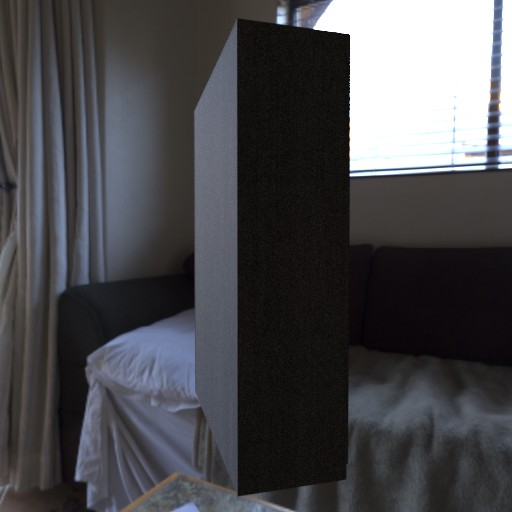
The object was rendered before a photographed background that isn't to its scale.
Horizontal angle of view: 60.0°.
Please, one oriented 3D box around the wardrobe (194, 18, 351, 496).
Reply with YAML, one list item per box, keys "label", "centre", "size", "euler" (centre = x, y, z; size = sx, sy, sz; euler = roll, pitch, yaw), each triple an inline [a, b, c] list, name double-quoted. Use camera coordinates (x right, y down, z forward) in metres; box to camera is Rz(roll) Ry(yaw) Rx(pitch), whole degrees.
- label: "wardrobe"
  centre: [0.000, 0.000, 2.457]
  size: [0.510, 1.910, 1.290]
  euler: [-1, 2, -15]
